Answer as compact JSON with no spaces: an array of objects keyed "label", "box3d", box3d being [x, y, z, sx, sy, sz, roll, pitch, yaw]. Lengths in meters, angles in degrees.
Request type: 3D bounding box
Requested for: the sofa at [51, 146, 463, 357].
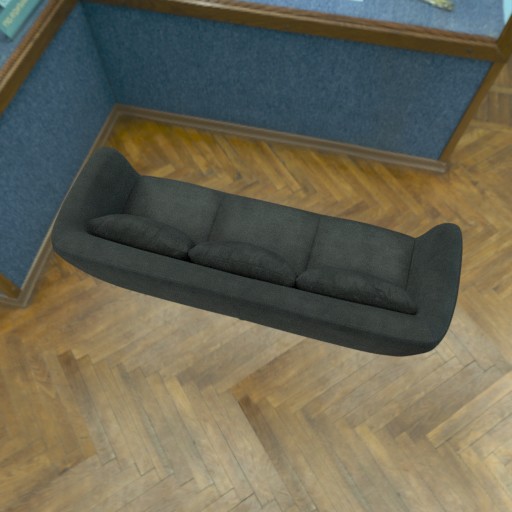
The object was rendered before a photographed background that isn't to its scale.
[{"label":"sofa","box3d":[0.000,0.000,2.798,2.296,0.875,0.956,14,63,7]}]
